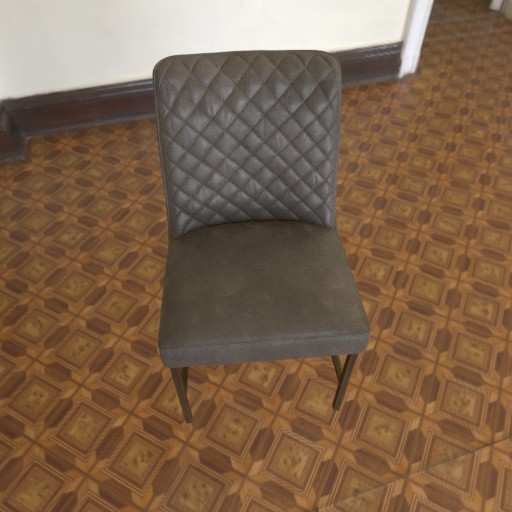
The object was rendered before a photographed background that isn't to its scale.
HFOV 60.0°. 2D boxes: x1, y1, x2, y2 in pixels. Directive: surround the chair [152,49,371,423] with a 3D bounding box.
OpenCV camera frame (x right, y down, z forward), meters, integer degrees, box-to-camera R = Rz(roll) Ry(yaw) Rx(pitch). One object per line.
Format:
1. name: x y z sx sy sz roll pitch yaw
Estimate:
1. chair: 0.000 0.000 1.227 0.508 0.889 0.587 -4 48 -3
